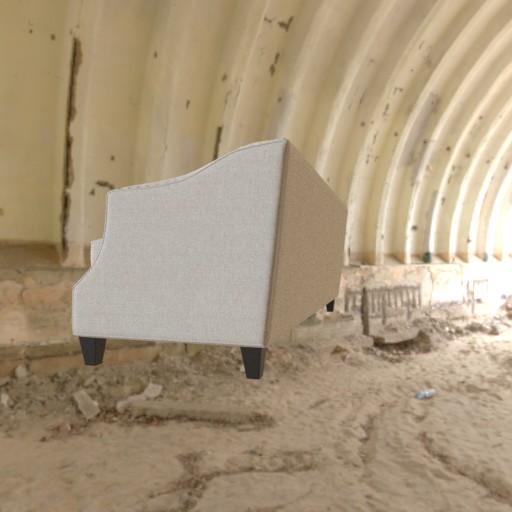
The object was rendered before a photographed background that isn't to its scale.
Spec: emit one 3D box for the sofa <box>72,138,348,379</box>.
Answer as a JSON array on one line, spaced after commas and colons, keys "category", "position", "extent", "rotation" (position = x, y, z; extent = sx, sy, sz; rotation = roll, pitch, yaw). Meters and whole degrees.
[{"category": "sofa", "position": [0.000, 0.000, 2.726], "extent": [0.914, 0.901, 2.235], "rotation": [0, 0, 17]}]
